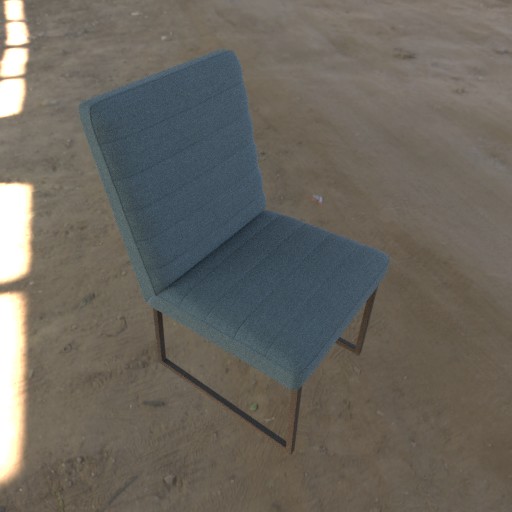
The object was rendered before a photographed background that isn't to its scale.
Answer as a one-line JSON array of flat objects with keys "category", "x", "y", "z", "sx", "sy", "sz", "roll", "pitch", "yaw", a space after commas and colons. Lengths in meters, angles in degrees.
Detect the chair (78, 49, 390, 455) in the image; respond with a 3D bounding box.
[{"category": "chair", "x": 0.000, "y": 0.000, "z": 1.279, "sx": 0.634, "sy": 0.930, "sz": 0.520, "roll": 26, "pitch": 47, "yaw": 27}]
